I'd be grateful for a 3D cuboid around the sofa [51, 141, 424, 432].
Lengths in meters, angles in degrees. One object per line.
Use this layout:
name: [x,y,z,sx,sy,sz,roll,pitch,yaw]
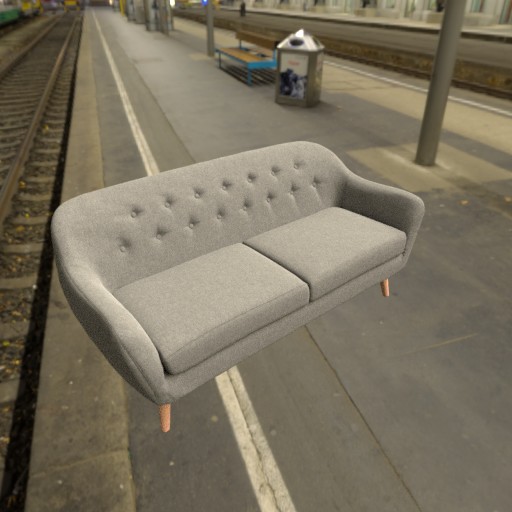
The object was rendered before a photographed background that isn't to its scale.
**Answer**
sofa: [0.000,0.000,2.282,1.840,0.820,0.820,-23,37,-33]
